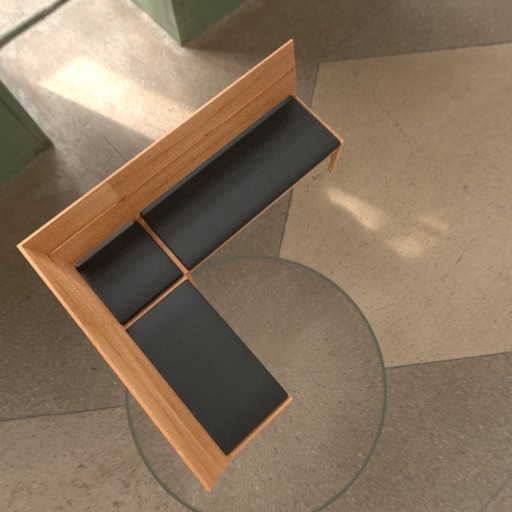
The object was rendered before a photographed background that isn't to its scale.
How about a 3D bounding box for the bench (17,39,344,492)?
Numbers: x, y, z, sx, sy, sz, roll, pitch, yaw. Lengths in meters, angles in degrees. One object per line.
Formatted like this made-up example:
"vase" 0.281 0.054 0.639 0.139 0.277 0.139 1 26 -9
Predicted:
"bench" 0.000 0.000 2.742 1.948 0.890 1.548 -41 78 -10
